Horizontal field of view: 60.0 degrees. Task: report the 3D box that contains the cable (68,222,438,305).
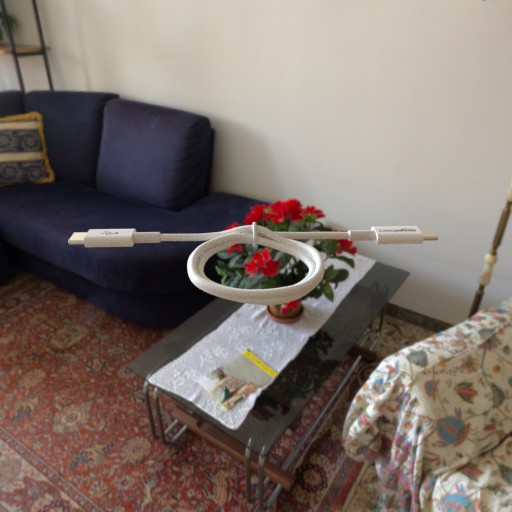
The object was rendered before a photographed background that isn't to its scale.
[{"bbox_3d":[0.000,0.000,0.223,0.203,0.014,0.070,-1,31,-1],"label":"cable"}]
